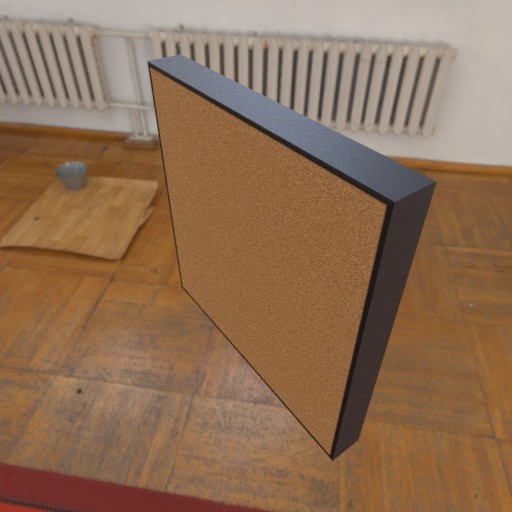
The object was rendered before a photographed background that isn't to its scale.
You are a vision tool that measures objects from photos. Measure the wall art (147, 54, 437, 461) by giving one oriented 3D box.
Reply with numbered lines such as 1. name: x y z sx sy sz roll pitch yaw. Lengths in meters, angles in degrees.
1. wall art: 0.000 0.000 0.440 0.037 0.303 0.304 -25 46 -27
